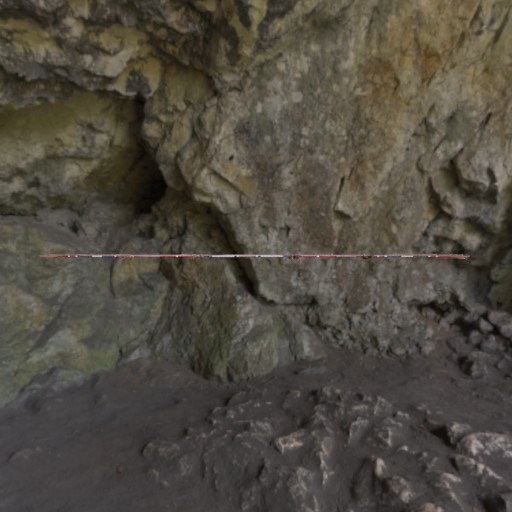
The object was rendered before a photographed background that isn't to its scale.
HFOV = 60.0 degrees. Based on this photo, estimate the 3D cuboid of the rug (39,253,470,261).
[{"bbox_3d":[0.000,0.000,2.666,2.025,0.040,1.469,0,0,1],"label":"rug"}]
